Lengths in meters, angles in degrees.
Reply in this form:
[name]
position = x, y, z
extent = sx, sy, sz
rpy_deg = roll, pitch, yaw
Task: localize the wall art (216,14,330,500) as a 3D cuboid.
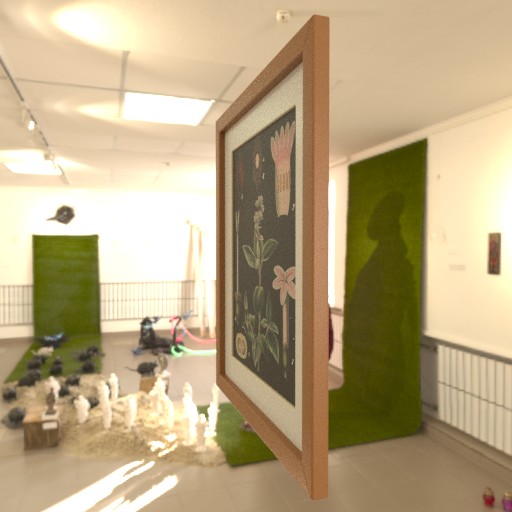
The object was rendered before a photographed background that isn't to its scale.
[wall art]
position = 0.000, 0.000, 0.493
extent = 0.015, 0.379, 0.310
rpy_deg = 0, 1, -19
